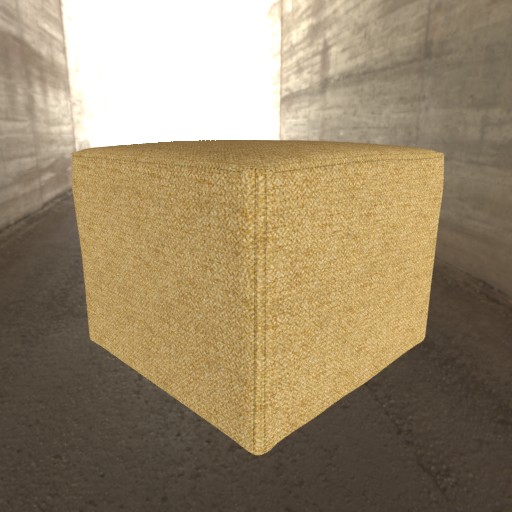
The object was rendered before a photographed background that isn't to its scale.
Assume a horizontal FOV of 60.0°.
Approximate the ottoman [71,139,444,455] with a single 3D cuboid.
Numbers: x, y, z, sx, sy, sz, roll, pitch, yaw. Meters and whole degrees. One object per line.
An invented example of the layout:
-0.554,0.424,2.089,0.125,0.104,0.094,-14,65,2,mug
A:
0.000,0.000,0.869,0.505,0.441,0.512,-15,22,-43,ottoman
